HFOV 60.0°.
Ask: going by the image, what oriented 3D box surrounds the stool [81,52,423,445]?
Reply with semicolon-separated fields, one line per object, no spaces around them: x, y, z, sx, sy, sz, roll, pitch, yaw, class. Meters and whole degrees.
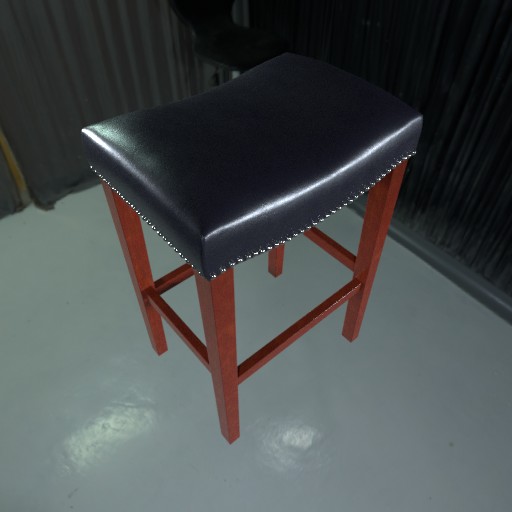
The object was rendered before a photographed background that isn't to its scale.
0.000;0.000;1.026;0.504;0.742;0.372;-32;54;-27;stool
